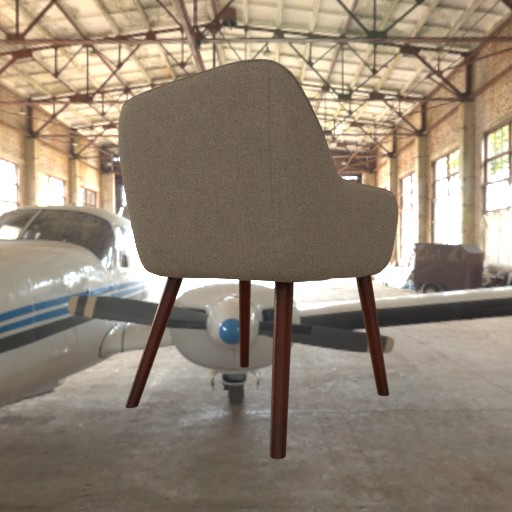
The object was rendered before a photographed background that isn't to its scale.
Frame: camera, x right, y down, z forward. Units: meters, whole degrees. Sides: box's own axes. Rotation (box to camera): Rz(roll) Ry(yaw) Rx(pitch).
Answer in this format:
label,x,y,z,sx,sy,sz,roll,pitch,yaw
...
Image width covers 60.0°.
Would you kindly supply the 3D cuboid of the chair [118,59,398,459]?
label,x,y,z,sx,sy,sz,roll,pitch,yaw
chair,0.000,0.000,1.241,0.610,0.813,0.610,0,0,38
